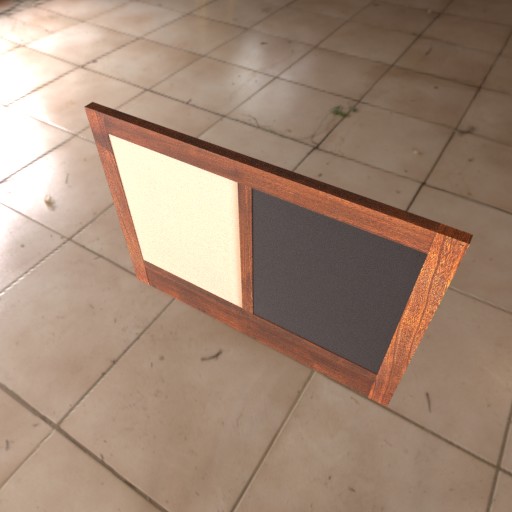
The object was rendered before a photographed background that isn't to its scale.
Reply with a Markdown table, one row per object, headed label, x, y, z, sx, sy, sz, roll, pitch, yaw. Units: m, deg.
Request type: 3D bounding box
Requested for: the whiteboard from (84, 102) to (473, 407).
| label | x | y | z | sx | sy | sz | roll | pitch | yaw |
| --- | --- | --- | --- | --- | --- | --- | --- | --- | --- |
| whiteboard | 0.000 | 0.000 | 1.001 | 0.768 | 0.553 | 0.083 | 24 | 52 | 20 |
